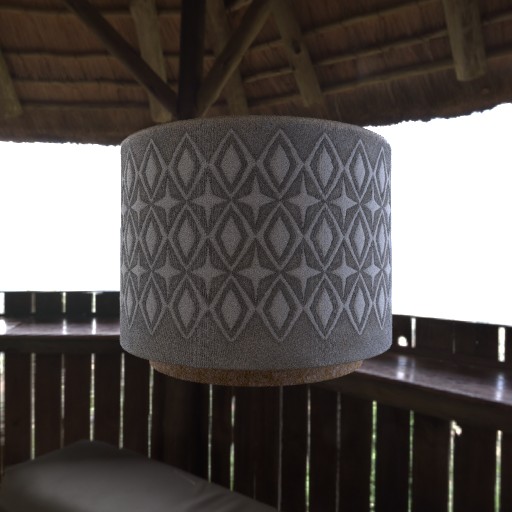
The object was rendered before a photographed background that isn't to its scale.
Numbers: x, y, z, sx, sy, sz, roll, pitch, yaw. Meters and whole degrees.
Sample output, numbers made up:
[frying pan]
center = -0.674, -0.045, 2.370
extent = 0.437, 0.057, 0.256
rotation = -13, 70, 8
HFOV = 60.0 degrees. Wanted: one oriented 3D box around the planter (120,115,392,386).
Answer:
[planter]
center = 0.000, 0.000, 0.280
extent = 0.164, 0.127, 0.164
rotation = 0, 0, 0
